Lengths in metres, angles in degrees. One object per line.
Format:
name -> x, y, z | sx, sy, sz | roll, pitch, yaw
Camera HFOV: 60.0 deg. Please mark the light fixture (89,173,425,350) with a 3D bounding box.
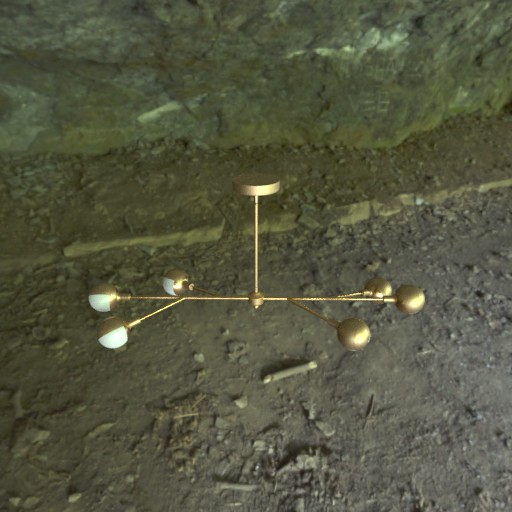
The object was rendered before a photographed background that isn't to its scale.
light fixture -> 0.000, 0.000, 1.020 | 0.778, 0.362, 0.434 | 7, 27, 15
